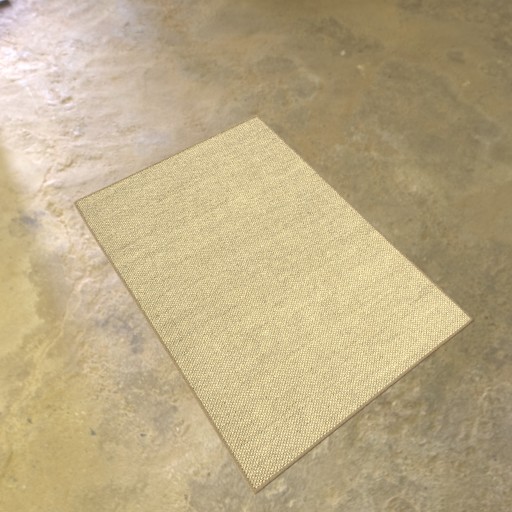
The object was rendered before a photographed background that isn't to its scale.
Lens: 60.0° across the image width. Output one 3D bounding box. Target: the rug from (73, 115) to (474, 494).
[{"bbox_3d":[0.000,0.000,2.720,1.517,0.013,2.115,-31,62,-18],"label":"rug"}]
